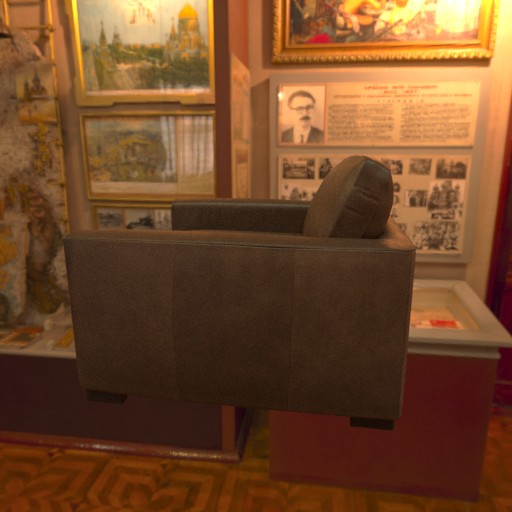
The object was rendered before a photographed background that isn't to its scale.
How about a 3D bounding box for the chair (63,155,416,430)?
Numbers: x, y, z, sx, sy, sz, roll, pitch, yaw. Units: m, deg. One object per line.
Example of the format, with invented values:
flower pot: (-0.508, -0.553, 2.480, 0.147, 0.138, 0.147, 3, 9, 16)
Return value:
chair: (0.000, 0.000, 1.811, 1.069, 0.812, 1.100, 2, 14, 10)
